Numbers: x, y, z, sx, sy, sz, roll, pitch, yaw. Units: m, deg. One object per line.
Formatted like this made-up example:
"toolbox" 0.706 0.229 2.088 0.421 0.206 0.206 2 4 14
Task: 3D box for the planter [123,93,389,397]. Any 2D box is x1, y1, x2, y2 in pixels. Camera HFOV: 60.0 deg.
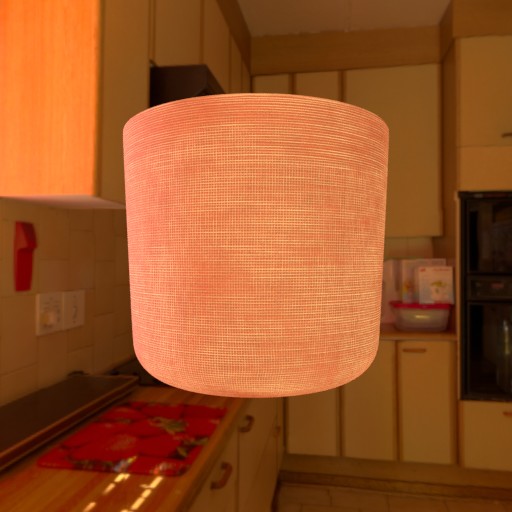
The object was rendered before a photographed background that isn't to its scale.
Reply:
"planter" 0.000 0.000 0.764 0.440 0.398 0.440 0 -1 0
